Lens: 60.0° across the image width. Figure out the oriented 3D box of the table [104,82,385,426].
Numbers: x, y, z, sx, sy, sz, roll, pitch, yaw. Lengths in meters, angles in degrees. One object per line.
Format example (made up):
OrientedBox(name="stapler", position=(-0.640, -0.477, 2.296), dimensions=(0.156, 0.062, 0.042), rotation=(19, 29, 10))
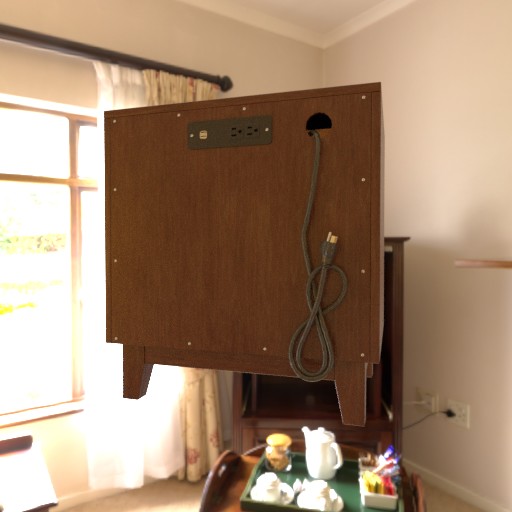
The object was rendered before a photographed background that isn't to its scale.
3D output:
OrientedBox(name="table", position=(0.000, 0.000, 1.018), dimensions=(0.557, 0.609, 0.449), rotation=(0, 1, 17))
